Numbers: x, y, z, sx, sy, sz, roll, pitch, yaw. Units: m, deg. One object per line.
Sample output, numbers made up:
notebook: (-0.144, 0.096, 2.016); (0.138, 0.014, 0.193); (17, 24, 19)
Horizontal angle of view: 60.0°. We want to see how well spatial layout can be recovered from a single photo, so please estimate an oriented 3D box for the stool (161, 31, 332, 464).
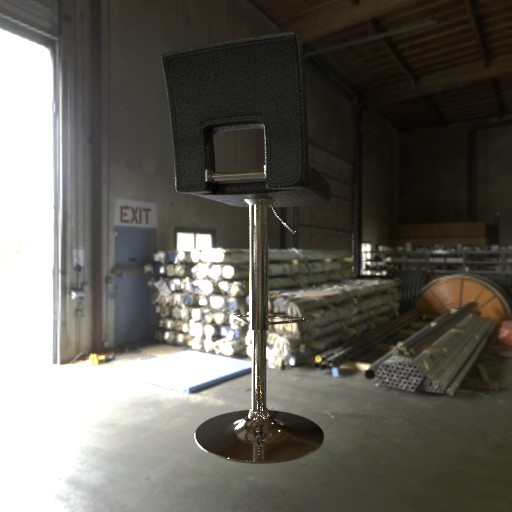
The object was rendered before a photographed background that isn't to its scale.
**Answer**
stool: (0.000, 0.000, 1.399); (0.415, 1.151, 0.520); (0, 1, 19)
